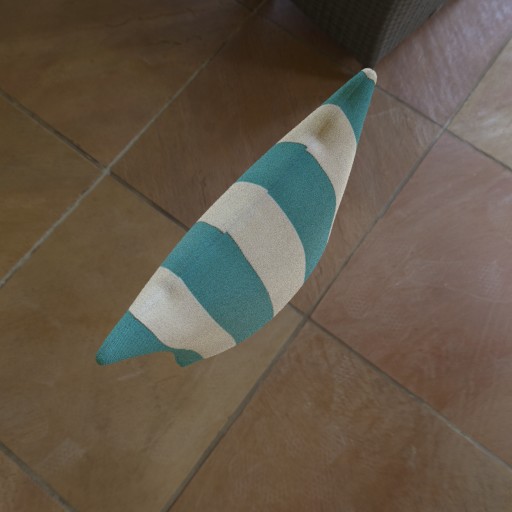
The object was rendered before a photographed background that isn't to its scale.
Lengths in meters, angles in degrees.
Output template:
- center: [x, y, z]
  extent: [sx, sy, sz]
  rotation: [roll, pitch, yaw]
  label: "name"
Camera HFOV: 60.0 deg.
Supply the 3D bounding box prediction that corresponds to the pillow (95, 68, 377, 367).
- center: [0.000, 0.000, 0.807]
  extent: [0.189, 0.526, 0.536]
  rotation: [39, 78, 10]
  label: "pillow"
